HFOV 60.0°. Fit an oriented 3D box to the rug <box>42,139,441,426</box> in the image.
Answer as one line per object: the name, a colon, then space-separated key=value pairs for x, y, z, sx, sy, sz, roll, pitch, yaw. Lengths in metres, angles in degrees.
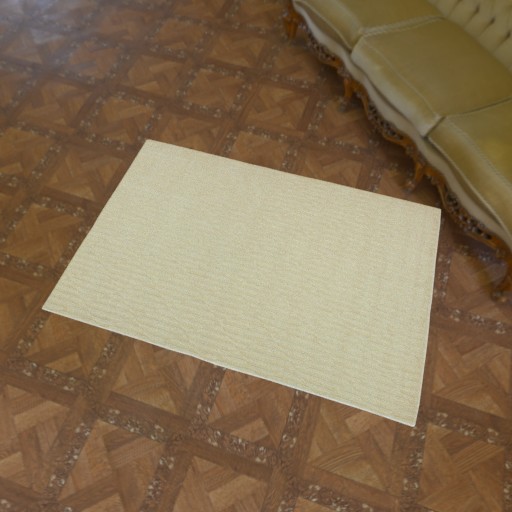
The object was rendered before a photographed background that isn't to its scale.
rug: x=0.000 y=0.000 z=2.364 sx=1.848 sy=0.014 sz=1.238 roll=15 pitch=60 yaw=9
